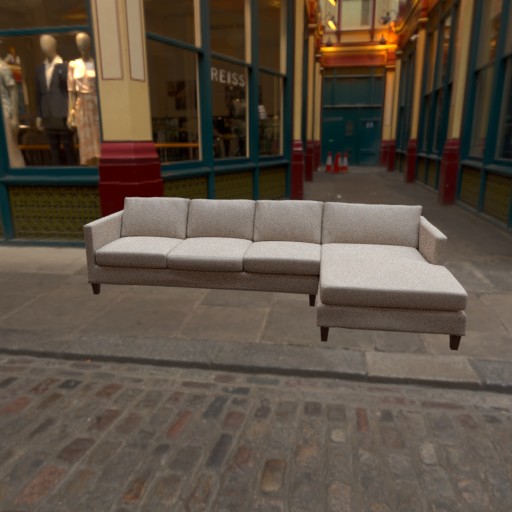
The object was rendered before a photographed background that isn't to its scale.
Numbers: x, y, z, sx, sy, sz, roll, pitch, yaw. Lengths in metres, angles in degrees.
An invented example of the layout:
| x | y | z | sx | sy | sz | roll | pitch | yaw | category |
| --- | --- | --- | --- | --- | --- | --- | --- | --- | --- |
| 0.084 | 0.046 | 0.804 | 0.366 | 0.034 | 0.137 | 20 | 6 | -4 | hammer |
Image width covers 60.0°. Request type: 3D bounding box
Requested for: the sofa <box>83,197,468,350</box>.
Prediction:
| x | y | z | sx | sy | sz | roll | pitch | yaw | category |
| --- | --- | --- | --- | --- | --- | --- | --- | --- | --- |
| 0.000 | 0.000 | 3.985 | 3.186 | 0.846 | 1.625 | 2 | 16 | 8 | sofa |
